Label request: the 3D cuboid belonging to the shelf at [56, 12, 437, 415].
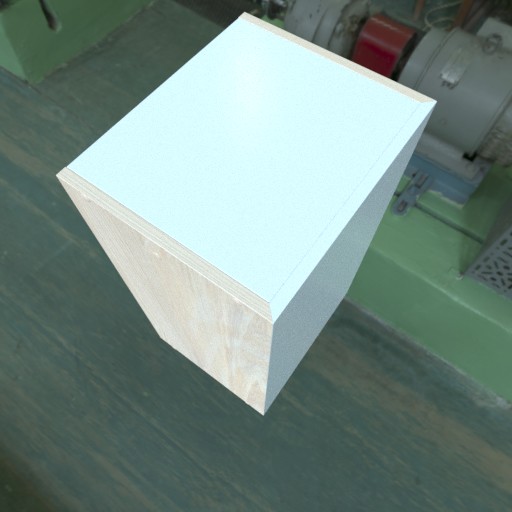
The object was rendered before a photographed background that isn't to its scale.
[{"bbox_3d":[0.000,0.000,0.776,0.290,0.600,0.350,33,67,16],"label":"shelf"}]
